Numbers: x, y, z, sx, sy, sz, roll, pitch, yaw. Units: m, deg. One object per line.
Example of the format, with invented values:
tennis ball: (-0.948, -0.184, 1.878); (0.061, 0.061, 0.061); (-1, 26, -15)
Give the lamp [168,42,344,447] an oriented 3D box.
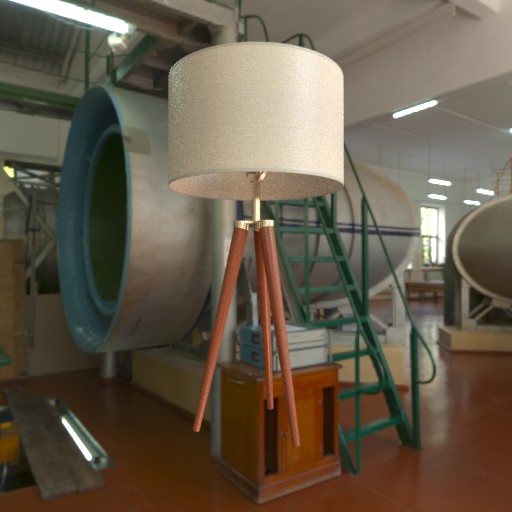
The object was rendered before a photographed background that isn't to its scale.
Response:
lamp: (0.000, 0.000, 0.910); (0.354, 0.709, 0.355); (0, -1, -1)
